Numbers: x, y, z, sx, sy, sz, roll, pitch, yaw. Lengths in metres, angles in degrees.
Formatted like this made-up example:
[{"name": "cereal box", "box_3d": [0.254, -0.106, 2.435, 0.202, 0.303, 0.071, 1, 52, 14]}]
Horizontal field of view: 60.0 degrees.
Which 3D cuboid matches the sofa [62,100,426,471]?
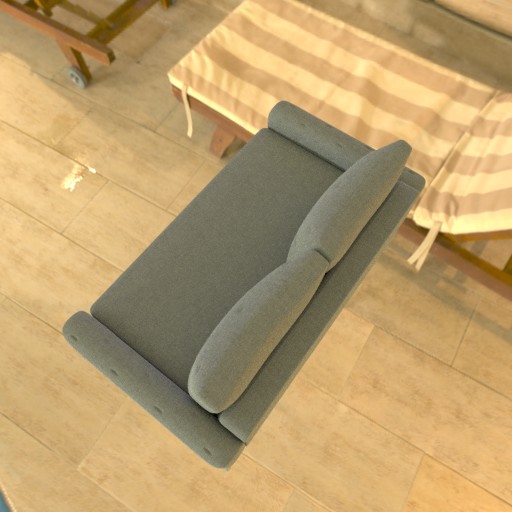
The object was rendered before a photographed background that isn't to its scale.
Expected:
[{"name": "sofa", "box_3d": [0.000, 0.000, 2.099, 0.920, 0.790, 1.650, 34, 69, 15]}]
